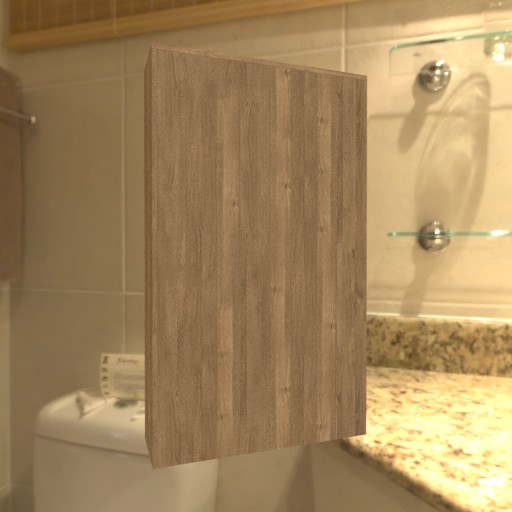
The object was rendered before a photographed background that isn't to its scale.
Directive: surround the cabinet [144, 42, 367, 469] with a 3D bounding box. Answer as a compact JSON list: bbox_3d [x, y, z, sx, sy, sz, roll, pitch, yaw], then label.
[{"bbox_3d":[0.000,0.000,1.572,0.750,1.280,0.250,0,1,-20],"label":"cabinet"}]
